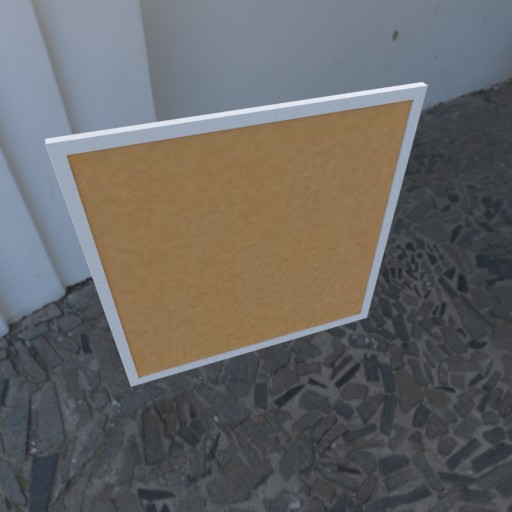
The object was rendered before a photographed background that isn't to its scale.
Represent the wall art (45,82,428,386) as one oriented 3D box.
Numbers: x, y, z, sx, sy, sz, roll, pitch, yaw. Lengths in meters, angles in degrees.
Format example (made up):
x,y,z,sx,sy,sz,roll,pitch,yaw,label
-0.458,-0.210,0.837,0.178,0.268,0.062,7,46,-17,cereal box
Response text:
x,y,z,sx,sy,sz,roll,pitch,yaw,label
0.000,0.000,0.664,0.457,0.457,0.012,-13,44,-14,wall art
